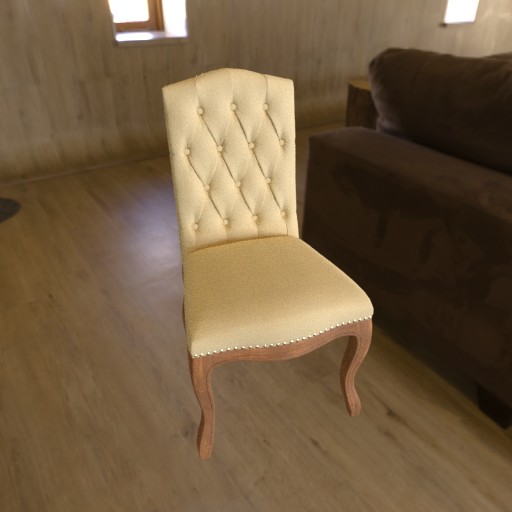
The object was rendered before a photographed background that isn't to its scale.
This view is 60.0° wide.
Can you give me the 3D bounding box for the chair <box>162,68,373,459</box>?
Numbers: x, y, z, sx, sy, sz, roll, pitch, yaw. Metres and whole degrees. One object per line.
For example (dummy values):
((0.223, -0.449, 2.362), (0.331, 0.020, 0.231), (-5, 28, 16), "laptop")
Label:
((0.000, 0.000, 1.584), (0.623, 1.165, 0.715), (-10, 32, -15), "chair")
